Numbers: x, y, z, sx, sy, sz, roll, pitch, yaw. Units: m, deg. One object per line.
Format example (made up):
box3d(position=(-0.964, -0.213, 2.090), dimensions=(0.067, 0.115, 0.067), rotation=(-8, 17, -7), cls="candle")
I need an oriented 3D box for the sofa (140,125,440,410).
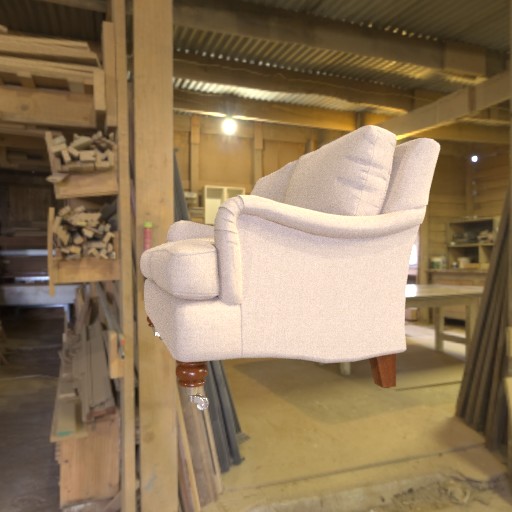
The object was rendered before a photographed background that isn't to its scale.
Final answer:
box3d(position=(0.000, 0.000, 2.268), dimensions=(1.087, 1.048, 1.508), rotation=(0, 0, -18), cls="sofa")
